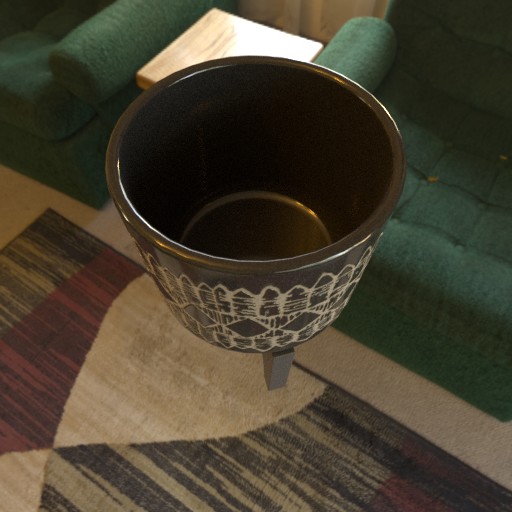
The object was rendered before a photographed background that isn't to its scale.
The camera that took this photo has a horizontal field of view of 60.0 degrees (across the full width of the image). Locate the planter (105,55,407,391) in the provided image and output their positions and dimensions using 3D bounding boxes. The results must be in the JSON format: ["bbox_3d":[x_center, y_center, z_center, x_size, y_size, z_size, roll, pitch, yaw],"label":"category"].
[{"bbox_3d":[0.000,0.000,0.520,0.251,0.355,0.251,12,59,8],"label":"planter"}]
